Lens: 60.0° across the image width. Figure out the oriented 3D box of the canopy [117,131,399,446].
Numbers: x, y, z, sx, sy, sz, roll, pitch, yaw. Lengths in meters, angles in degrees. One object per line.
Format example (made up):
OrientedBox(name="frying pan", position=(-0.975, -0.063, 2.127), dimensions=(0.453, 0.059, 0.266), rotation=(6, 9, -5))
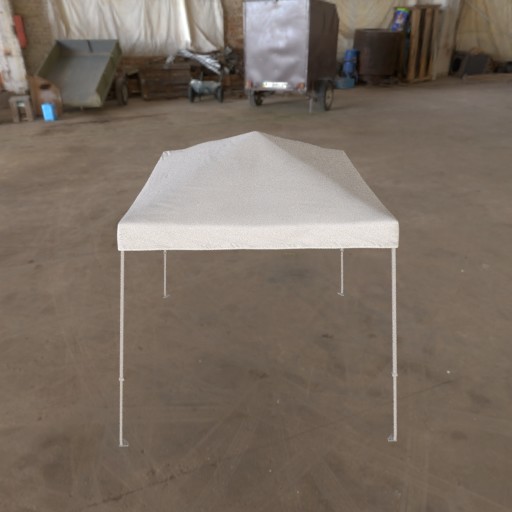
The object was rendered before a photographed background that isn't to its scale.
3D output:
OrientedBox(name="canopy", position=(0.000, 0.000, 5.141), dimensions=(2.848, 2.849, 2.849), rotation=(-1, 28, -1))
